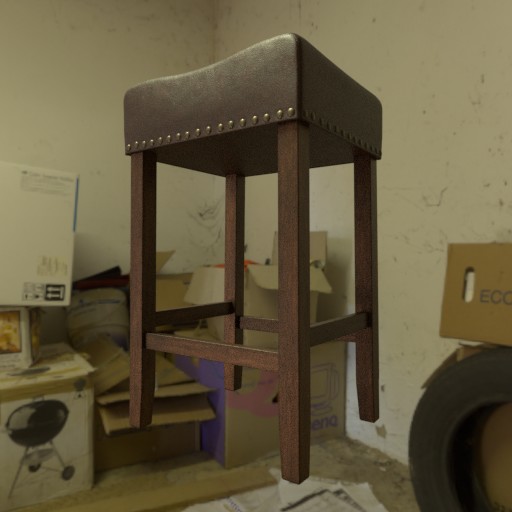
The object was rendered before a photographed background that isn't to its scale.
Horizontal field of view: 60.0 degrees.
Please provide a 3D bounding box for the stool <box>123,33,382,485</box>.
[{"bbox_3d":[0.000,0.000,1.026,0.465,0.769,0.401,0,0,36],"label":"stool"}]
